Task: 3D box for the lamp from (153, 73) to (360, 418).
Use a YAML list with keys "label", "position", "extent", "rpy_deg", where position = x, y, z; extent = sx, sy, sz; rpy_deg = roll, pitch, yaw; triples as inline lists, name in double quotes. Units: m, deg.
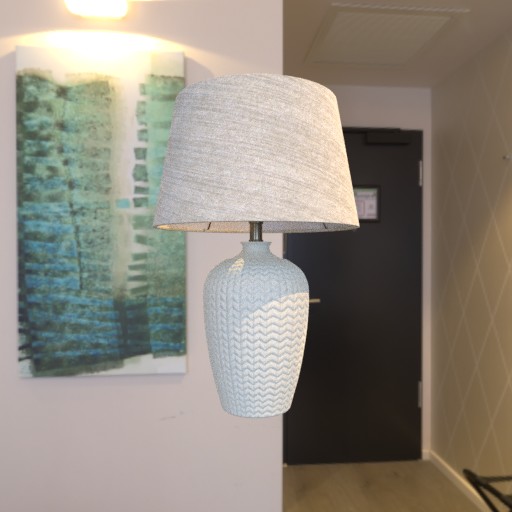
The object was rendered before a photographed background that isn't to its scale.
- label: "lamp"
  position: [0.000, 0.000, 0.857]
  extent: [0.390, 0.580, 0.390]
  rpy_deg: [0, 0, 0]
